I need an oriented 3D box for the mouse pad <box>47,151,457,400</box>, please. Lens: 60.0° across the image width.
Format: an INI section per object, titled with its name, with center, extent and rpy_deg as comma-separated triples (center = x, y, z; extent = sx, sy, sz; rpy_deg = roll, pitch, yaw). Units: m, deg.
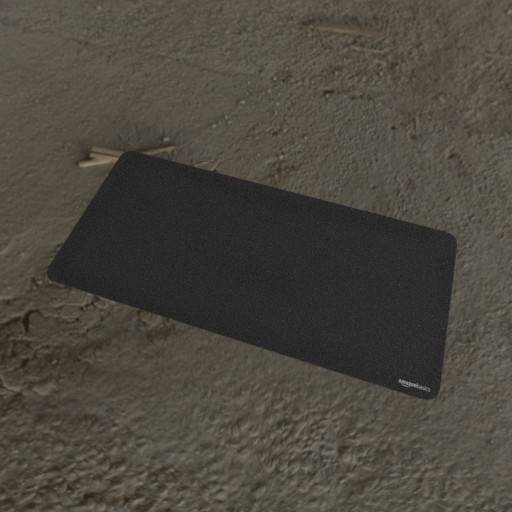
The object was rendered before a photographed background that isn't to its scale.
[mouse pad]
center = 0.000, 0.000, 1.058
extent = 0.907, 0.003, 0.424
rpy_deg = 16, 61, 9
